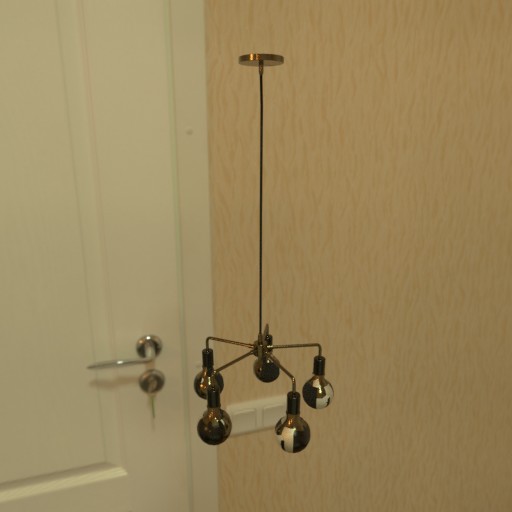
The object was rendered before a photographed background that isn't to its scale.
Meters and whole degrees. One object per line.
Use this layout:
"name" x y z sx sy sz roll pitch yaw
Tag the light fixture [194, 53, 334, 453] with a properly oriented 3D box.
"light fixture" 0.000 0.000 1.191 0.438 0.988 0.421 15 21 42
